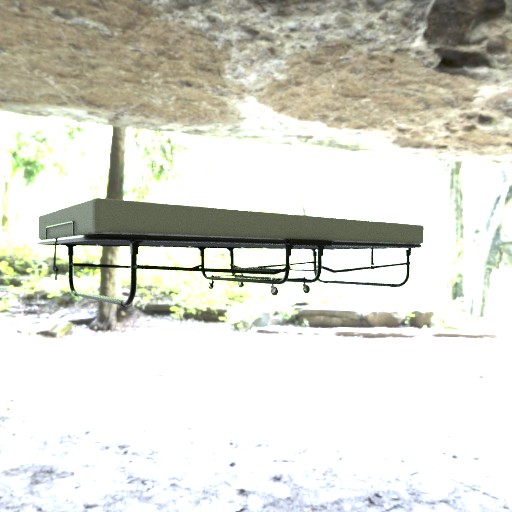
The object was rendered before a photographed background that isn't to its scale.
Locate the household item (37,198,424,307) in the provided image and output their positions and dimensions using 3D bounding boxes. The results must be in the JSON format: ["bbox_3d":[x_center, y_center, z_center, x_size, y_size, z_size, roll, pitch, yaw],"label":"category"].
[{"bbox_3d":[0.000,0.000,2.228,1.905,0.356,0.787,0,0,-38],"label":"household item"}]
